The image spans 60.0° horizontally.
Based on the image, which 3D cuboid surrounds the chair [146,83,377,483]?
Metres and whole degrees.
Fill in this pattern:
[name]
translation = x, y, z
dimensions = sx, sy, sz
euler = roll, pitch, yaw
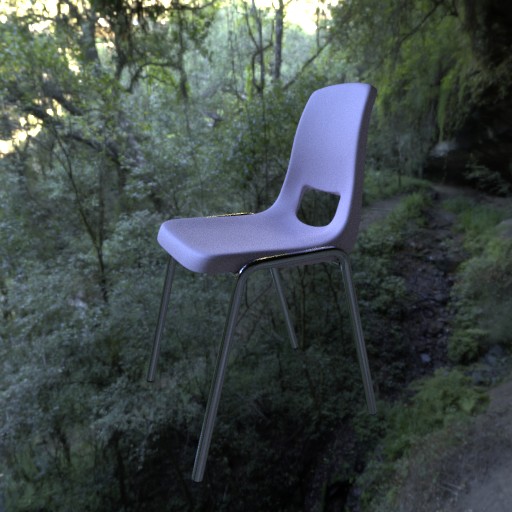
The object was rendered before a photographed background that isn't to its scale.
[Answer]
[chair]
translation = 0.000, 0.000, 0.948
dimensions = 0.436, 0.704, 0.381
euler = -8, 19, -25
